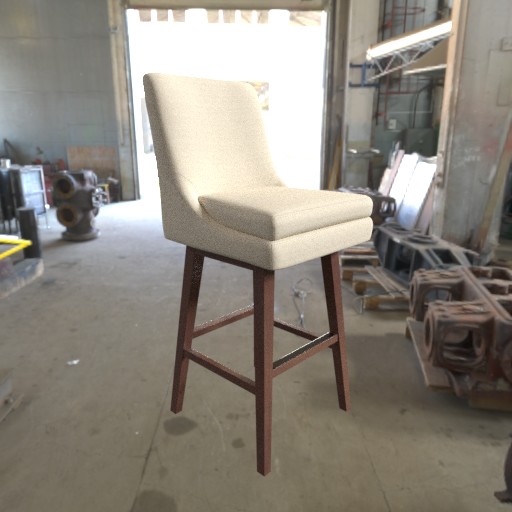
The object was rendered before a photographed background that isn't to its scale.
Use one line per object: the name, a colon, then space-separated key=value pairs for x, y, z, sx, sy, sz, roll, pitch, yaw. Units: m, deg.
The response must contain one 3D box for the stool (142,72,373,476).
stool: x=0.000 y=0.000 z=1.399 sx=0.559 sy=1.093 sz=0.483 roll=14 pitch=21 yaw=42
